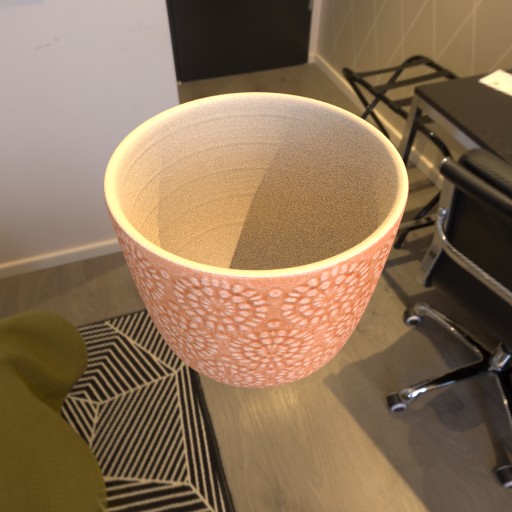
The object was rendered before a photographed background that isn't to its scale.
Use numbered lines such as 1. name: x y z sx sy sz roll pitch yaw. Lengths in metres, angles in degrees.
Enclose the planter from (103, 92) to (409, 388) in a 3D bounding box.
1. planter: 0.000 0.000 0.378 0.208 0.190 0.208 0 47 0
